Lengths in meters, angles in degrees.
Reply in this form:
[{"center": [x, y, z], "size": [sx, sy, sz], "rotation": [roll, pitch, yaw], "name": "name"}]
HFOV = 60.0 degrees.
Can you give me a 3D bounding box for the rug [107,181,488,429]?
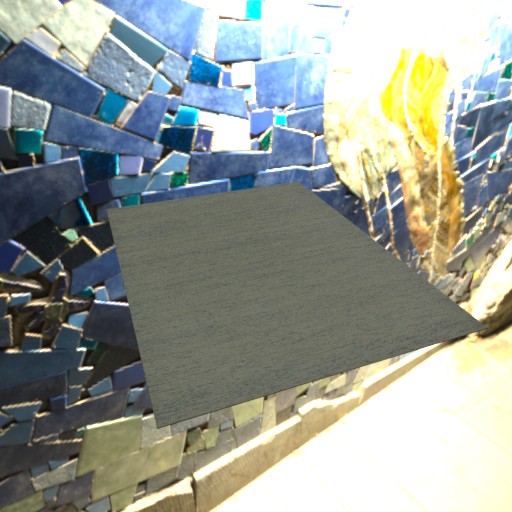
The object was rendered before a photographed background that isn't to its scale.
[{"center": [0.000, 0.000, 4.178], "size": [2.438, 0.006, 3.197], "rotation": [-11, 32, -18], "name": "rug"}]
